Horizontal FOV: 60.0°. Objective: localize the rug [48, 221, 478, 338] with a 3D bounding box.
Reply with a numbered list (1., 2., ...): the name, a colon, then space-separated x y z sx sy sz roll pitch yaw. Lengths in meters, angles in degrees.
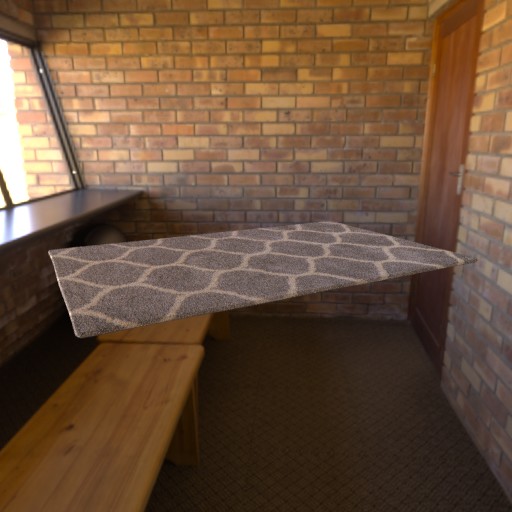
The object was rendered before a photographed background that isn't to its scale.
1. rug: 0.000 0.000 2.857 2.348 0.025 1.501 -8 17 -27
